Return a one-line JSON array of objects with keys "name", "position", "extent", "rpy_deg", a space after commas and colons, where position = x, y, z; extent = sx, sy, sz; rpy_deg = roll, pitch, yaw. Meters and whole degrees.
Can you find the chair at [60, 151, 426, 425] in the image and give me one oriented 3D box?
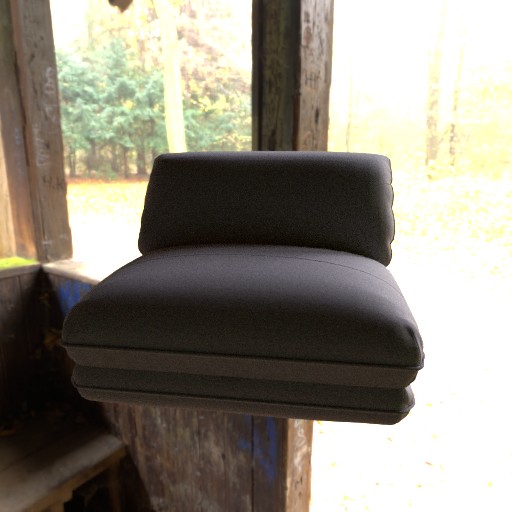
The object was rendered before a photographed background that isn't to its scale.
[{"name": "chair", "position": [0.000, 0.000, 1.272], "extent": [0.820, 0.580, 0.780], "rpy_deg": [2, 14, 8]}]
